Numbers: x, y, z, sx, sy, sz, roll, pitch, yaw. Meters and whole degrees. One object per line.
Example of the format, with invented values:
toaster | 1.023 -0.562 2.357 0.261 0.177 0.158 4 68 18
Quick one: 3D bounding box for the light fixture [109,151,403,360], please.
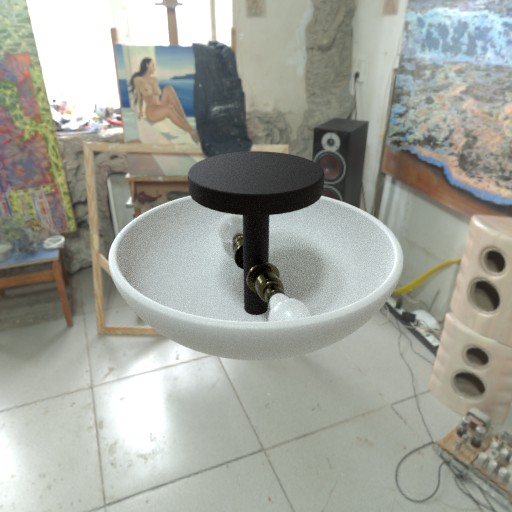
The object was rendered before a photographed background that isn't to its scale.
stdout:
light fixture | 0.000 0.000 0.527 0.331 0.212 0.331 0 29 0
